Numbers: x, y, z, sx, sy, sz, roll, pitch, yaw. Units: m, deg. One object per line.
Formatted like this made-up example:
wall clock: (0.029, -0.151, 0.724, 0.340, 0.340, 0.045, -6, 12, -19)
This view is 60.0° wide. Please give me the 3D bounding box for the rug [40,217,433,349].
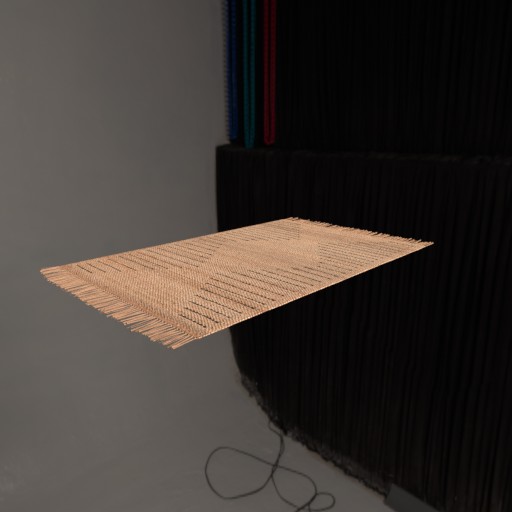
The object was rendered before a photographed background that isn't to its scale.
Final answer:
rug: (0.000, 0.000, 2.609, 1.224, 0.027, 2.085, 15, 22, 43)
